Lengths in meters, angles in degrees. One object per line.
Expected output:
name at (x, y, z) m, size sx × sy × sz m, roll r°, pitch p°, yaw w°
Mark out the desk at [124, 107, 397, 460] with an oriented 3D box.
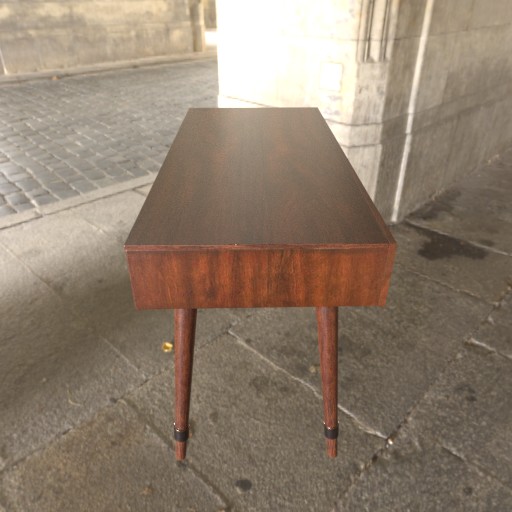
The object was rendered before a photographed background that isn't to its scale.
desk at (0.000, 0.000, 2.128) m, size 0.734 × 1.031 × 1.577 m, roll -1°, pitch 31°, yaw -1°
